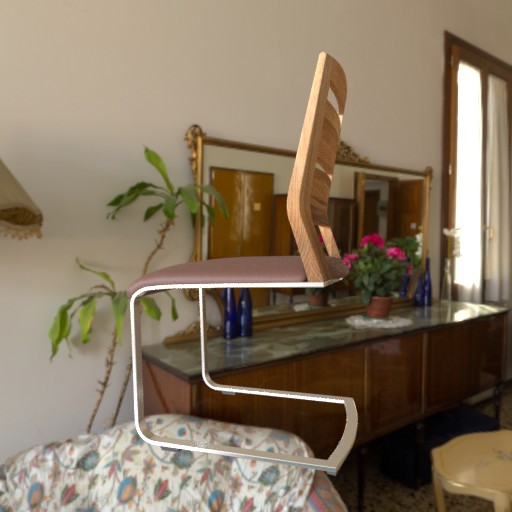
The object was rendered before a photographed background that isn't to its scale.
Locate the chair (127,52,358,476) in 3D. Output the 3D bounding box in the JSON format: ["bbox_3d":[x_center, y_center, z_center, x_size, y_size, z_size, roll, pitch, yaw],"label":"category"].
[{"bbox_3d":[0.000,0.000,1.264,0.570,0.970,0.460,1,2,17],"label":"chair"}]
